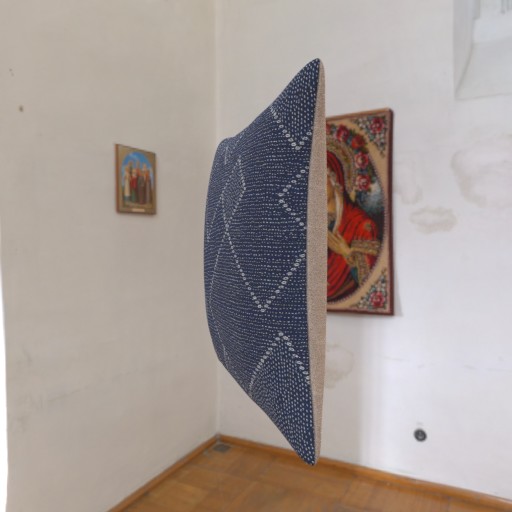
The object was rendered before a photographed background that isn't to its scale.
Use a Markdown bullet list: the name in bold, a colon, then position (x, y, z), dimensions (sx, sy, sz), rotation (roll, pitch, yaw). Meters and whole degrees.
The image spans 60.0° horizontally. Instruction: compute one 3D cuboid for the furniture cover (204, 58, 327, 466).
- **furniture cover**: position (0.000, 0.000, 0.781), dimensions (0.162, 0.503, 0.511), rotation (-1, 2, -17)
